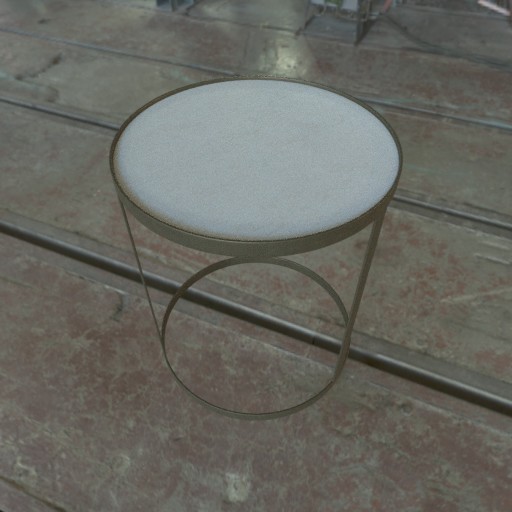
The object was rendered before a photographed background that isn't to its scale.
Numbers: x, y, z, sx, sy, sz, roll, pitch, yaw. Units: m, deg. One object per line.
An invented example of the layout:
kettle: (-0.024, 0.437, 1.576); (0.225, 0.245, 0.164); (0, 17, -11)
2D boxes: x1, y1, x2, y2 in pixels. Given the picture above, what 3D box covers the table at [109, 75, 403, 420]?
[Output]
table: (0.000, 0.000, 0.947); (0.480, 0.565, 0.480); (0, 47, 0)
